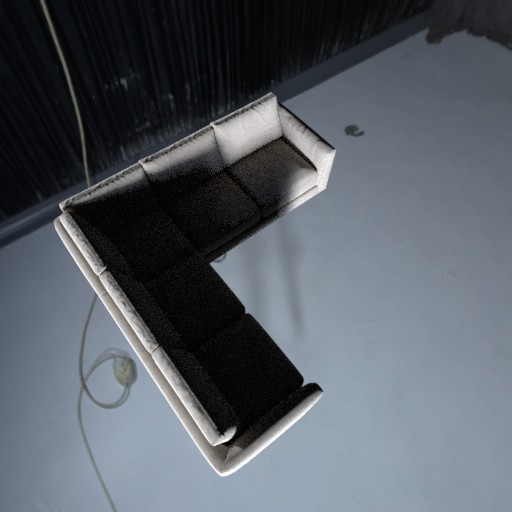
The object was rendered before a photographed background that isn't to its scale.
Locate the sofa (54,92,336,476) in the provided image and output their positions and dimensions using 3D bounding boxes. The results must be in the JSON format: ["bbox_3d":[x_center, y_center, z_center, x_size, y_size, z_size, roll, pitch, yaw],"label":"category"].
[{"bbox_3d":[0.000,0.000,3.720,2.438,0.864,2.438,-34,65,-18],"label":"sofa"}]
